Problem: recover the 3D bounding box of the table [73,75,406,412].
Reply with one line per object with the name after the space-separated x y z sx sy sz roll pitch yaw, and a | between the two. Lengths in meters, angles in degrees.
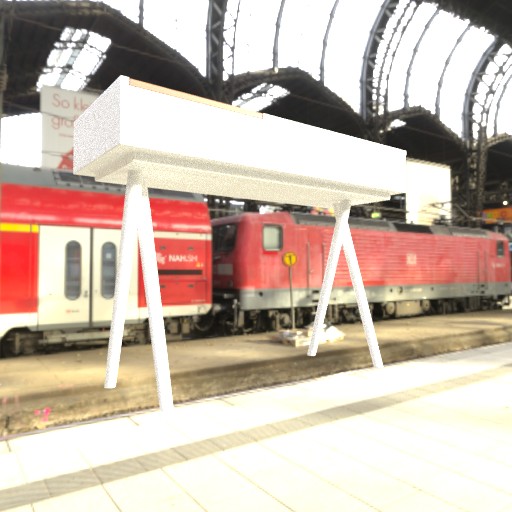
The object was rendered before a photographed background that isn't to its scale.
0.000 0.000 1.471 1.066 0.785 0.418 1 -2 -37 | table
